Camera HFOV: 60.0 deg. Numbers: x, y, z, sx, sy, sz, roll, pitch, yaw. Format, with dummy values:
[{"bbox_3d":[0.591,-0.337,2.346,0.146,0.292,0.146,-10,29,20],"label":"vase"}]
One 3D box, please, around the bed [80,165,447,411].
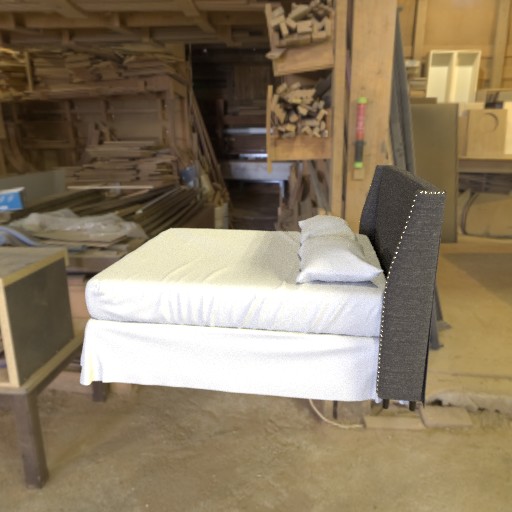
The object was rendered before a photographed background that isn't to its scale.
[{"bbox_3d":[0.000,0.000,3.486,2.276,1.332,1.925,2,16,8],"label":"bed"}]
